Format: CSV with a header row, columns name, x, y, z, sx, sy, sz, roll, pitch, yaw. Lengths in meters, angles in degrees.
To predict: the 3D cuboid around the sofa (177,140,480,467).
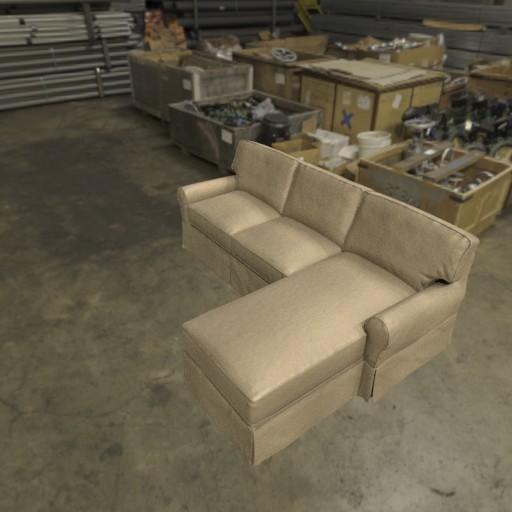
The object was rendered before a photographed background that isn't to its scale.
name,x,y,z,sx,sy,sz,roll,pitch,yaw
sofa,0.000,0.000,3.326,1.733,0.978,2.475,-22,38,-30
